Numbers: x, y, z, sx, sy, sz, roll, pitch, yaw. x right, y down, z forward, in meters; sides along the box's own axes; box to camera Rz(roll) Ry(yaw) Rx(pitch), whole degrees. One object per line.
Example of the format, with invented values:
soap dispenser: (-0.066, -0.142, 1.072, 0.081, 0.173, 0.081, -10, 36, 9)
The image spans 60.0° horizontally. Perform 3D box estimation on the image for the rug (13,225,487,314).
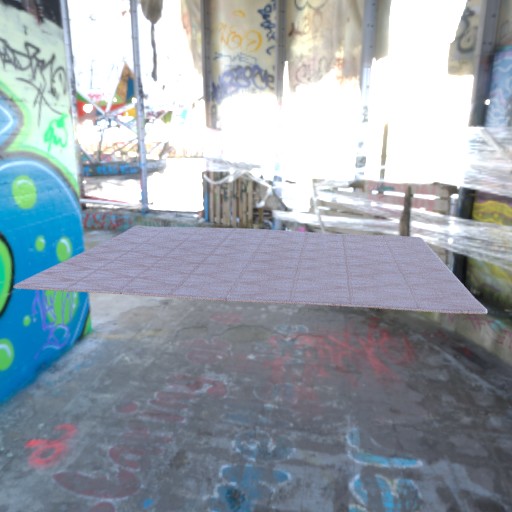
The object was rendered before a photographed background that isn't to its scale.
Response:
rug: (0.000, 0.000, 2.258, 1.837, 0.025, 1.230, 2, 15, 9)
